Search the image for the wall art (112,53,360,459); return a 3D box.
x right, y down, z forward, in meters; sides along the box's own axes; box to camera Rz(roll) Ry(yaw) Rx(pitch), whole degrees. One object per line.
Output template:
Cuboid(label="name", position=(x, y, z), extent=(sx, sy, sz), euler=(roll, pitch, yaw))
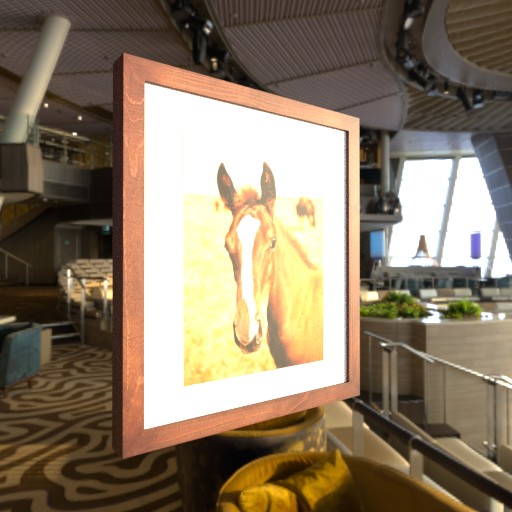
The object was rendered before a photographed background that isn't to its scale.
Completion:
Cuboid(label="wall art", position=(0.000, 0.000, 0.525), extent=(0.330, 0.381, 0.030), euler=(0, -1, -36))
